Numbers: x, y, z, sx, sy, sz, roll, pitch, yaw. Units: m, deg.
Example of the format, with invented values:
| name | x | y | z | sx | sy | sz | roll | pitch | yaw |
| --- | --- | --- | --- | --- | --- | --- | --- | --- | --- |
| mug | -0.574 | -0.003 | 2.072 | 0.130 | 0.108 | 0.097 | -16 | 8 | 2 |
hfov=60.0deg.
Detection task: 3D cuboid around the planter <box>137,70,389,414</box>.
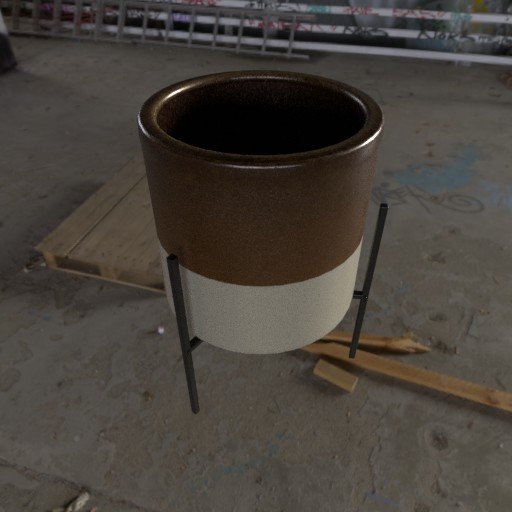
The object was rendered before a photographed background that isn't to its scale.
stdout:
| name | x | y | z | sx | sy | sz | roll | pitch | yaw |
| --- | --- | --- | --- | --- | --- | --- | --- | --- | --- |
| planter | 0.000 | 0.000 | 0.558 | 0.255 | 0.375 | 0.269 | 25 | 46 | 27 |
